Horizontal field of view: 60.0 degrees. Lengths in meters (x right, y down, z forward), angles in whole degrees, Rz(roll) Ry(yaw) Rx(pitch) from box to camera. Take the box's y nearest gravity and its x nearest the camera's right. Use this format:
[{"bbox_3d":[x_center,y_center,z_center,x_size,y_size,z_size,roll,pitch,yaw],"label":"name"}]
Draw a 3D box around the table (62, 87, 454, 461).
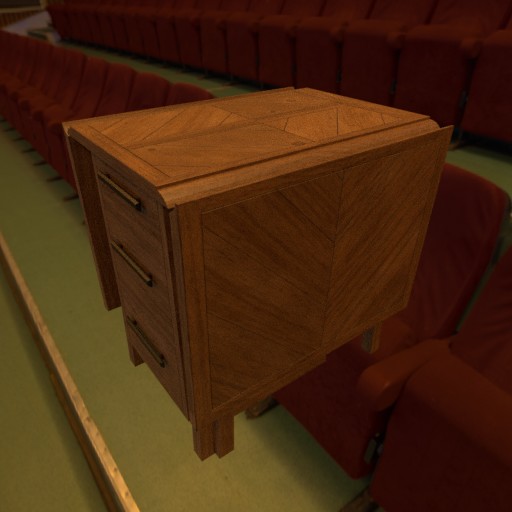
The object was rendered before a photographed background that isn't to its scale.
[{"bbox_3d":[0.000,0.000,1.268,0.746,0.763,0.591,-21,37,-31],"label":"table"}]
